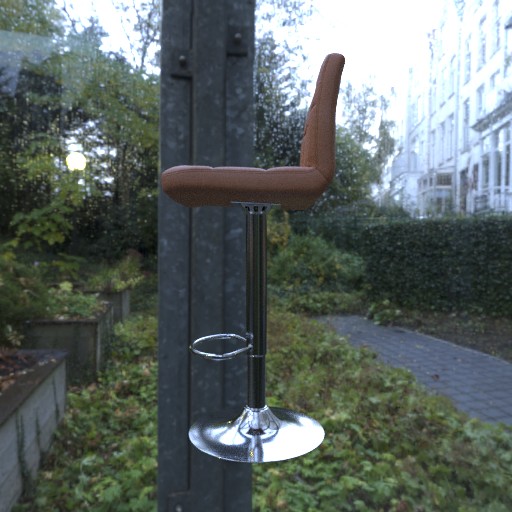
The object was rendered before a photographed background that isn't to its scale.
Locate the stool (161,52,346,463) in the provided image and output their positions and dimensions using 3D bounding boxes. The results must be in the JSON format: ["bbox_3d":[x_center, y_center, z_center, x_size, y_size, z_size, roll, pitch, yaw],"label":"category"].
[{"bbox_3d":[0.000,0.000,1.393,0.505,1.115,0.430,0,1,2],"label":"stool"}]
